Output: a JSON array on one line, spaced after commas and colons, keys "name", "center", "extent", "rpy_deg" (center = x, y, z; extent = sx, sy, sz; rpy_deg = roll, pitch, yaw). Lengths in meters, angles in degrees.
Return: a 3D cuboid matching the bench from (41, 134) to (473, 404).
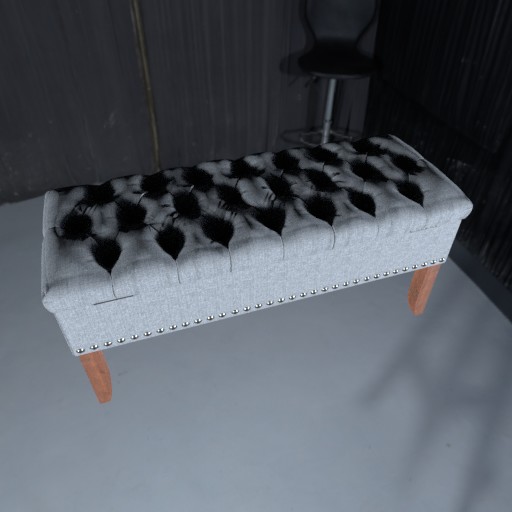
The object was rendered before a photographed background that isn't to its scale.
[{"name": "bench", "center": [0.000, 0.000, 1.292], "extent": [1.052, 0.470, 0.417], "rpy_deg": [-13, 43, -14]}]
